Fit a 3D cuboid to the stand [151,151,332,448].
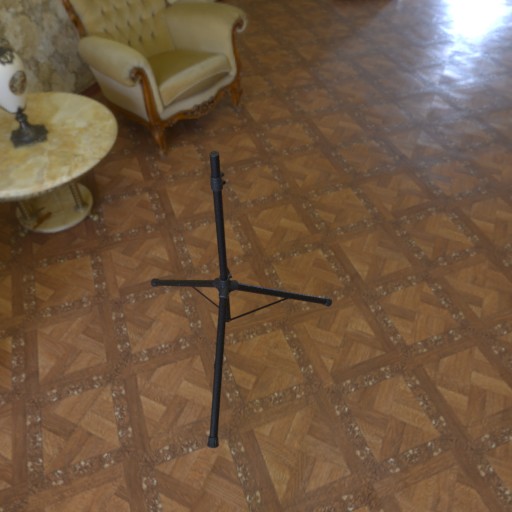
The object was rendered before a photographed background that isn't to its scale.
[{"bbox_3d":[0.000,0.000,1.958,0.907,1.136,1.045,-16,48,-15],"label":"stand"}]
